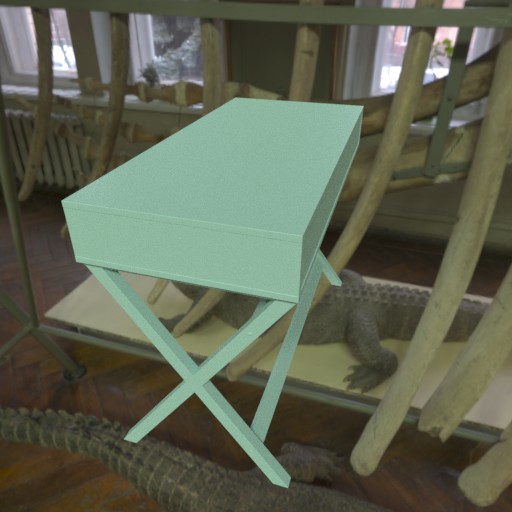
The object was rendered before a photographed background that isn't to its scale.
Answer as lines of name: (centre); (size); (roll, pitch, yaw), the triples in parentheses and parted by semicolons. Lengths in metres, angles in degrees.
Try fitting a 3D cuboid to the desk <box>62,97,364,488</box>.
desk: (0.000, 0.000, 1.476); (0.509, 0.780, 1.059); (9, 32, 15)
